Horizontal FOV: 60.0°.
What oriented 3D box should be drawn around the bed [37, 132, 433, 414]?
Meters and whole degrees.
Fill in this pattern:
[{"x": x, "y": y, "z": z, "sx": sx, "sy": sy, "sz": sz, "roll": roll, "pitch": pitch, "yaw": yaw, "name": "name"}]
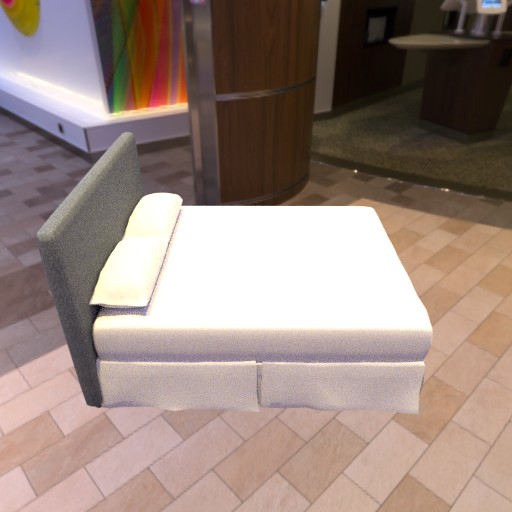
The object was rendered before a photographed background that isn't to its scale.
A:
[{"x": 0.000, "y": 0.000, "z": 3.163, "sx": 2.142, "sy": 1.330, "sz": 1.723, "roll": 0, "pitch": 32, "yaw": 0, "name": "bed"}]
